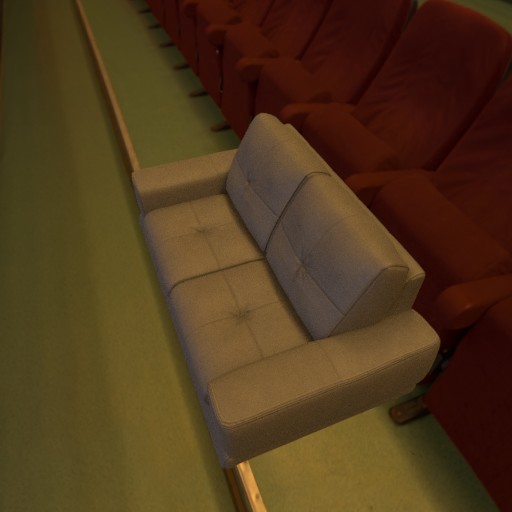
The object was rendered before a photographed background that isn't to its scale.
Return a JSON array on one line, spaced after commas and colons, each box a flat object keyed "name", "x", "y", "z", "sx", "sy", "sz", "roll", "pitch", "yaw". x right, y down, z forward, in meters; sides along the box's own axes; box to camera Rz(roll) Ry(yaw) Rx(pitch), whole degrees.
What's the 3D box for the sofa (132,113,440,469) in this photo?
[{"name": "sofa", "x": 0.000, "y": 0.000, "z": 2.376, "sx": 1.018, "sy": 0.907, "sz": 1.806, "roll": -16, "pitch": 48, "yaw": -15}]
